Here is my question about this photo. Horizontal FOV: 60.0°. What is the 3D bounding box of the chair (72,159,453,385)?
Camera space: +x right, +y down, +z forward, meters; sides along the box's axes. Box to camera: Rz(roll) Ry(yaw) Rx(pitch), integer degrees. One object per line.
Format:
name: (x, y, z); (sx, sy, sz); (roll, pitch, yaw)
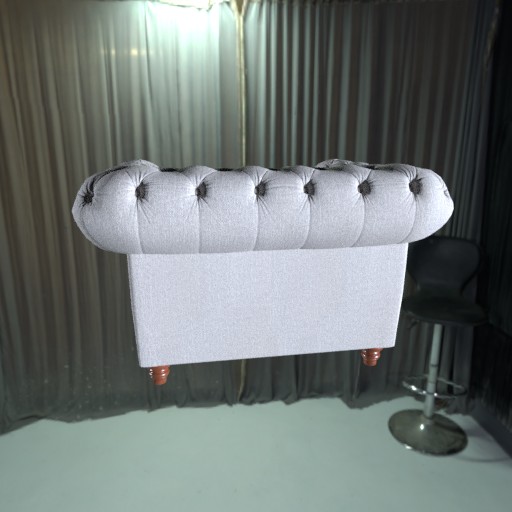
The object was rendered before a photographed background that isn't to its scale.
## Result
chair: (0.000, 0.000, 1.842); (1.270, 0.770, 0.976); (-2, 14, -10)
